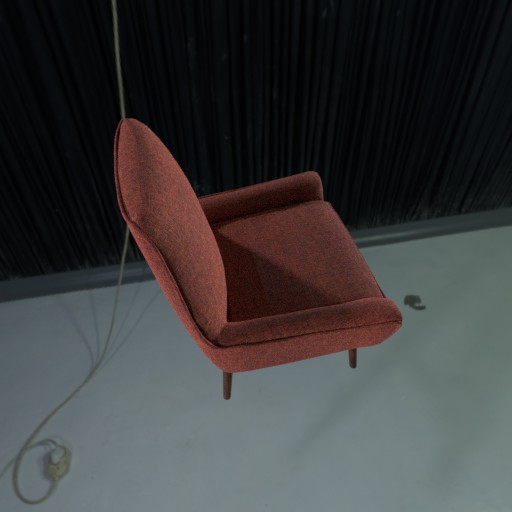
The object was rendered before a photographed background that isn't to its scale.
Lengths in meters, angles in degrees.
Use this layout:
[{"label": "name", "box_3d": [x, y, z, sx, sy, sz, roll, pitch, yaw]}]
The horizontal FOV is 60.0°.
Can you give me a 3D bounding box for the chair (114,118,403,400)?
[{"label": "chair", "box_3d": [0.000, 0.000, 1.563, 0.784, 0.911, 0.803, -11, 48, -10]}]
